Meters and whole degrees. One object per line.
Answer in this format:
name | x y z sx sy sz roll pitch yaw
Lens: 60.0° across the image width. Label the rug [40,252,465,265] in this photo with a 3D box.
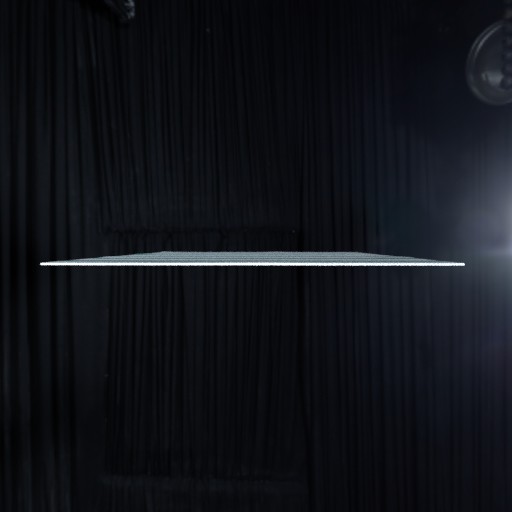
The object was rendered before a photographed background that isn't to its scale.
rug | 0.000 0.000 4.043 2.434 0.019 3.041 0 2 1
